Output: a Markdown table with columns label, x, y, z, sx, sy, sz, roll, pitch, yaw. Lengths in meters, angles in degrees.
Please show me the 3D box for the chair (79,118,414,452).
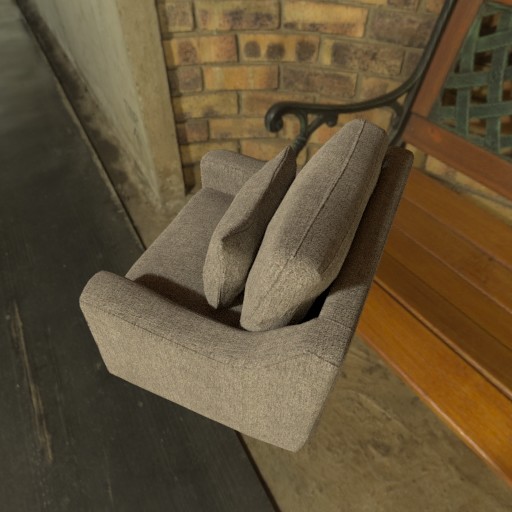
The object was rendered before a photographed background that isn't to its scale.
| label | x | y | z | sx | sy | sz | roll | pitch | yaw |
| --- | --- | --- | --- | --- | --- | --- | --- | --- | --- |
| chair | 0.000 | 0.000 | 1.914 | 1.009 | 1.037 | 1.138 | 18 | 49 | 16 |
